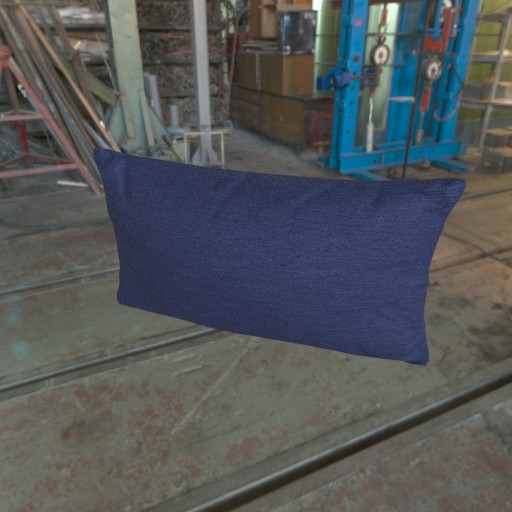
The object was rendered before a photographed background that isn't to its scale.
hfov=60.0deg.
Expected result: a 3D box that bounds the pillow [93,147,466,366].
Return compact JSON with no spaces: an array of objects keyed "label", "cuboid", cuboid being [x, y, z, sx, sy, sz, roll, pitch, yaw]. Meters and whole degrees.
[{"label":"pillow","cuboid":[0.000,0.000,0.787,0.633,0.338,0.210,9,28,17]}]
